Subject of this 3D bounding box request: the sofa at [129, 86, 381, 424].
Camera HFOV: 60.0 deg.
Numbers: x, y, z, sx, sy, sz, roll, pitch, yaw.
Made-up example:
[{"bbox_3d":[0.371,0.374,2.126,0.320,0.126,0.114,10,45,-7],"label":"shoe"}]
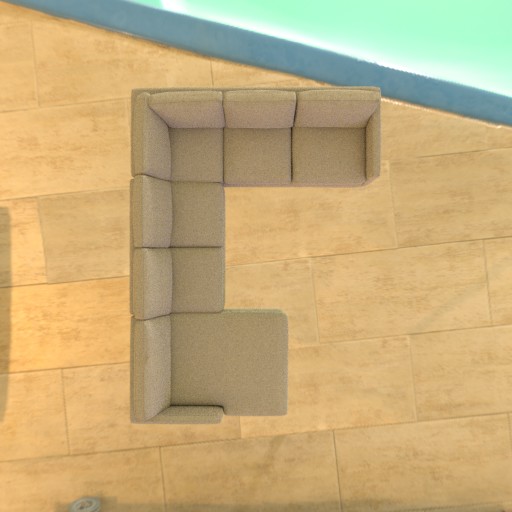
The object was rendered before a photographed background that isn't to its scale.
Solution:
[{"bbox_3d":[0.000,0.000,4.750,2.593,0.959,3.460,0,90,1],"label":"sofa"}]
